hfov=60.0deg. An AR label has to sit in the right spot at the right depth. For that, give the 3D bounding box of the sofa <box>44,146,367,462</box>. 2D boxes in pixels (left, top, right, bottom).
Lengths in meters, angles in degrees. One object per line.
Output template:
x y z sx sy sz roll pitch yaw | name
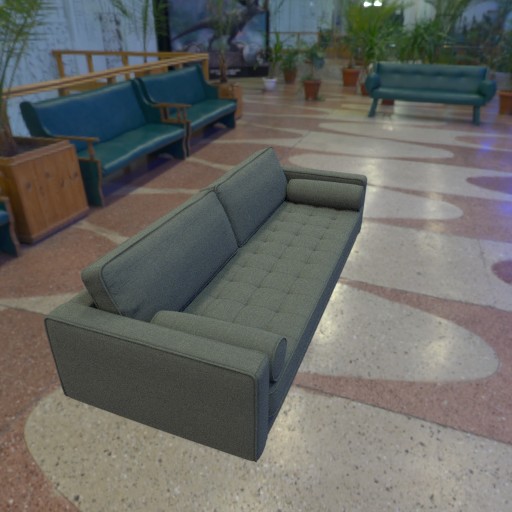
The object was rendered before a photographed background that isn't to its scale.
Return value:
0.000 0.000 2.530 0.914 0.762 2.198 11 30 19 | sofa
